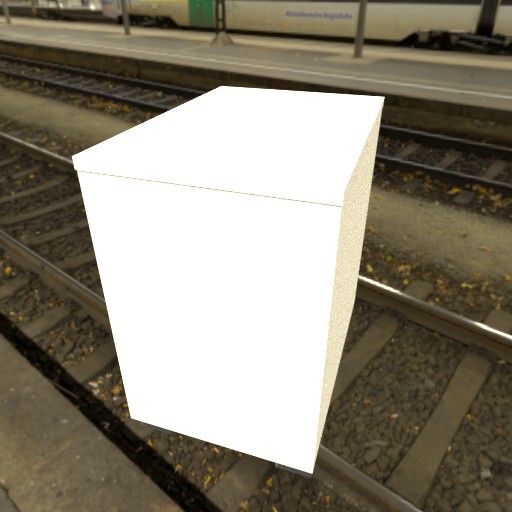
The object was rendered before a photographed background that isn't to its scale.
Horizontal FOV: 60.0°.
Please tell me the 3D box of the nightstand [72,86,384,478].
[{"bbox_3d":[0.000,0.000,0.761,0.325,0.460,0.441,10,33,16],"label":"nightstand"}]
